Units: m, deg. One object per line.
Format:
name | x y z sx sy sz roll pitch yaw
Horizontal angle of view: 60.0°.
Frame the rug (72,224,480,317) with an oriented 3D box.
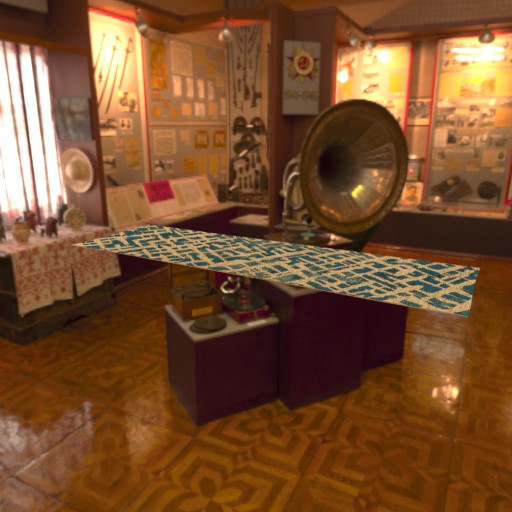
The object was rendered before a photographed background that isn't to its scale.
rug | 0.000 0.000 2.736 2.446 0.011 0.768 9 18 28
